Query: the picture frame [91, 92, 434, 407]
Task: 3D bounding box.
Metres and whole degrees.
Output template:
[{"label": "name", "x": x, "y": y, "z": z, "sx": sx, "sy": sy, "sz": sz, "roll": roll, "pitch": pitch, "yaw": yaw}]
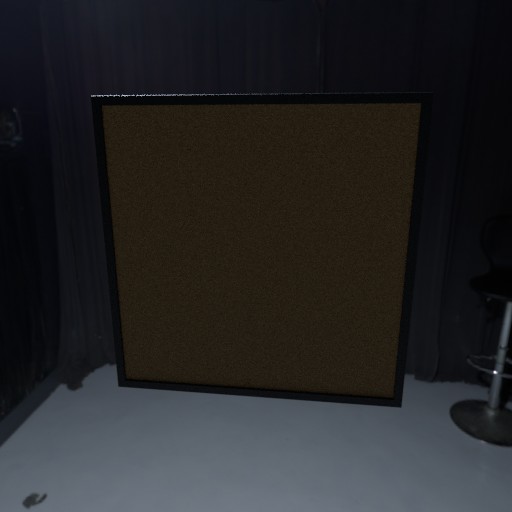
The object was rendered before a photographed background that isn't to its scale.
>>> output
[{"label": "picture frame", "x": 0.000, "y": 0.000, "z": 0.464, "sx": 0.317, "sy": 0.317, "sz": 0.030, "roll": 2, "pitch": 16, "yaw": 7}]
